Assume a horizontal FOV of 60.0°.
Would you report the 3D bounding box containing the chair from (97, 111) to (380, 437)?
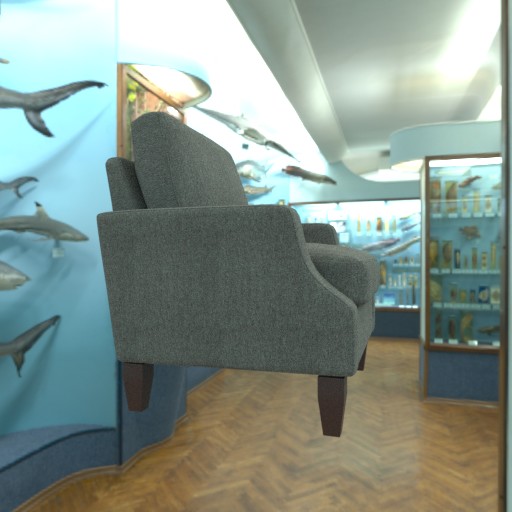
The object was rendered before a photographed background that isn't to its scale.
[{"bbox_3d":[0.000,0.000,1.701,0.897,0.993,0.855,0,0,18],"label":"chair"}]
